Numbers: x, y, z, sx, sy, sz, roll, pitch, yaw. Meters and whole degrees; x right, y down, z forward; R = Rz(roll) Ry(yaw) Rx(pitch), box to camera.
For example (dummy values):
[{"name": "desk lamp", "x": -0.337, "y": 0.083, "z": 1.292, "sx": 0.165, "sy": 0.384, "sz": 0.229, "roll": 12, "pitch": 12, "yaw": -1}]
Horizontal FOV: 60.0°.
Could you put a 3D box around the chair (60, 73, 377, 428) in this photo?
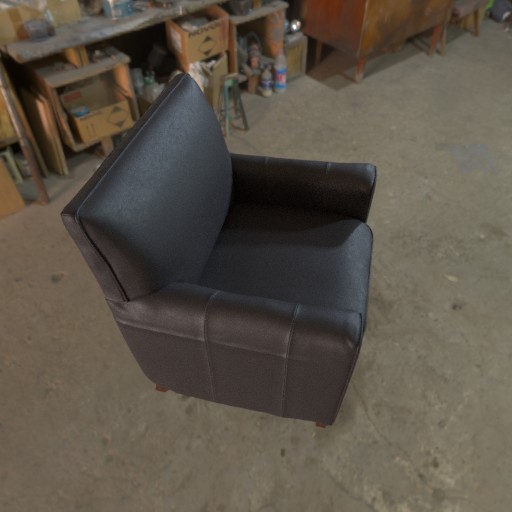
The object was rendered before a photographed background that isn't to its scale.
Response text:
[{"name": "chair", "x": 0.000, "y": 0.000, "z": 1.615, "sx": 0.825, "sy": 0.943, "sz": 0.870, "roll": 10, "pitch": 47, "yaw": 9}]
